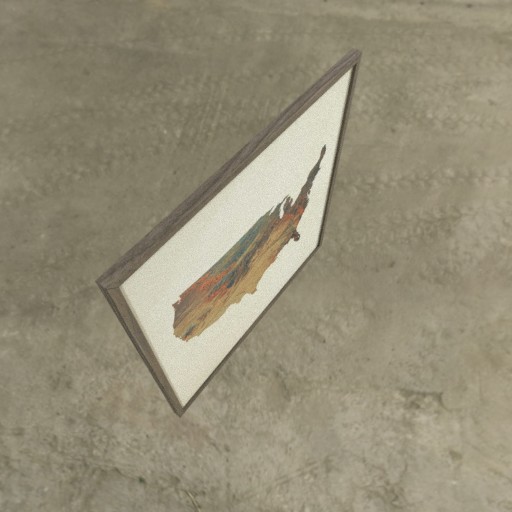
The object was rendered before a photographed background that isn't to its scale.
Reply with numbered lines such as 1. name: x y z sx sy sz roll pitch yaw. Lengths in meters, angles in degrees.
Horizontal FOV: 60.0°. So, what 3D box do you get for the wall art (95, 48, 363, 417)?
1. wall art: 0.000 0.000 0.760 0.016 0.507 0.508 32 62 19
